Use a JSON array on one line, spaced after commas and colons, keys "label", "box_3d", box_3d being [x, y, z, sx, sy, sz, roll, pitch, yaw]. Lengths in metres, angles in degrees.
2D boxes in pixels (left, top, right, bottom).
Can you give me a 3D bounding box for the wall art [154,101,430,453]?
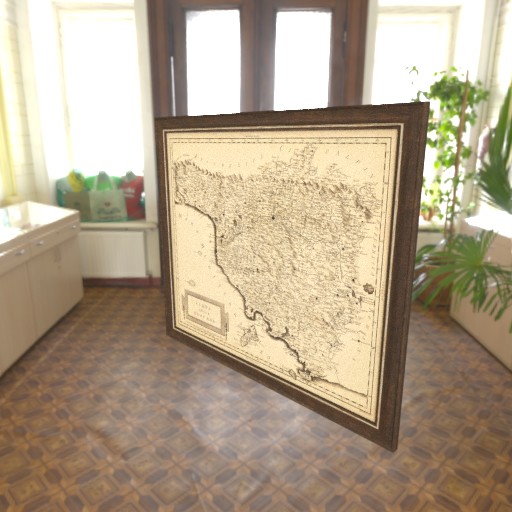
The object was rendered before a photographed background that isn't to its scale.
[{"label": "wall art", "box_3d": [0.000, 0.000, 1.410, 1.033, 0.875, 0.023, 14, 20, 43]}]
